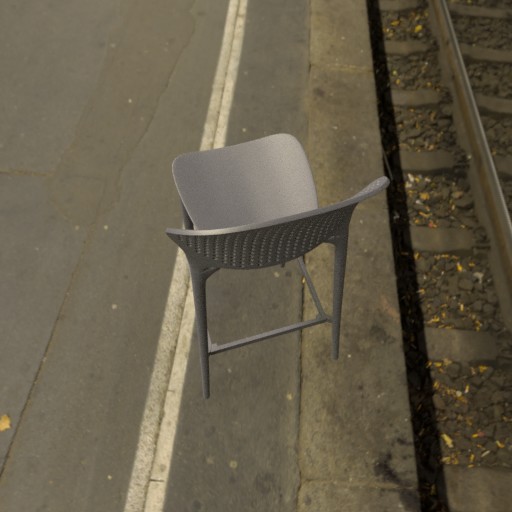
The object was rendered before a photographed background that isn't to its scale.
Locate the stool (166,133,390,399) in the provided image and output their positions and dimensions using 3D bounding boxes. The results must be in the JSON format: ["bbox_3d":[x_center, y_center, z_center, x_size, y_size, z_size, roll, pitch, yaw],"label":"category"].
[{"bbox_3d":[0.000,0.000,1.350,0.536,1.045,0.535,-14,58,-9],"label":"stool"}]
